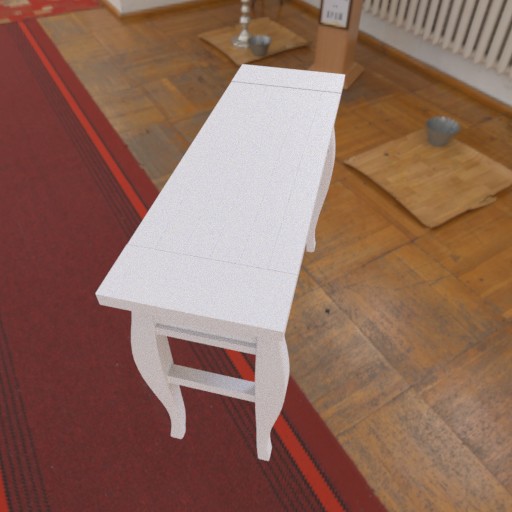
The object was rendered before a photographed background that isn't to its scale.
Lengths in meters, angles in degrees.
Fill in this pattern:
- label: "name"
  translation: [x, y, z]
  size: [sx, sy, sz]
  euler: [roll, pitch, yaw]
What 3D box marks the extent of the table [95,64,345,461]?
- label: "table"
  translation: [0.000, 0.000, 1.427]
  size: [0.373, 0.768, 1.062]
  euler: [10, 47, 10]
